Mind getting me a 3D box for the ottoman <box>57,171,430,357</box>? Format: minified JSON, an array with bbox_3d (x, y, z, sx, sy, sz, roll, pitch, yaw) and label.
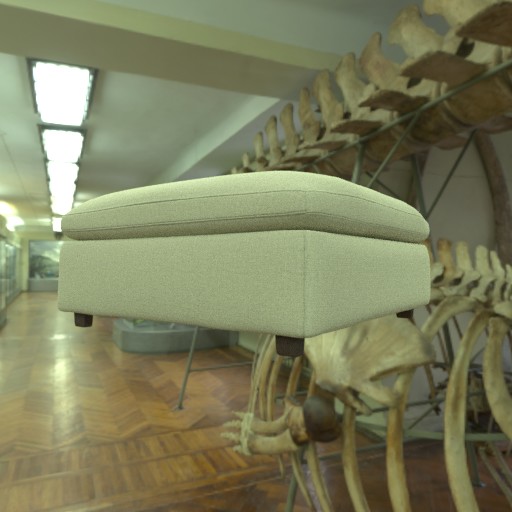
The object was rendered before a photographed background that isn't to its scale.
[{"bbox_3d":[0.000,0.000,1.573,0.996,0.467,0.977,-1,-1,35],"label":"ottoman"}]
